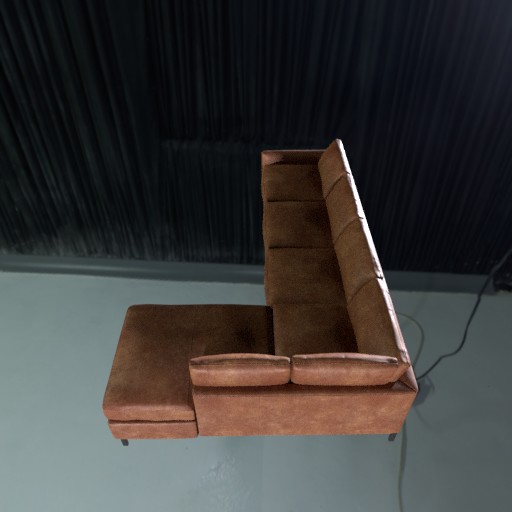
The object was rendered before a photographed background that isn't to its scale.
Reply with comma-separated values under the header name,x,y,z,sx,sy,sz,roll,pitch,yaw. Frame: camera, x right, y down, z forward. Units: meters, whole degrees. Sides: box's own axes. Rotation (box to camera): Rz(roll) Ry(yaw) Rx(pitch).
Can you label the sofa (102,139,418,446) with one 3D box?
name,x,y,z,sx,sy,sz,roll,pitch,yaw
sofa,0.000,0.000,3.853,1.938,0.877,2.984,0,42,0
